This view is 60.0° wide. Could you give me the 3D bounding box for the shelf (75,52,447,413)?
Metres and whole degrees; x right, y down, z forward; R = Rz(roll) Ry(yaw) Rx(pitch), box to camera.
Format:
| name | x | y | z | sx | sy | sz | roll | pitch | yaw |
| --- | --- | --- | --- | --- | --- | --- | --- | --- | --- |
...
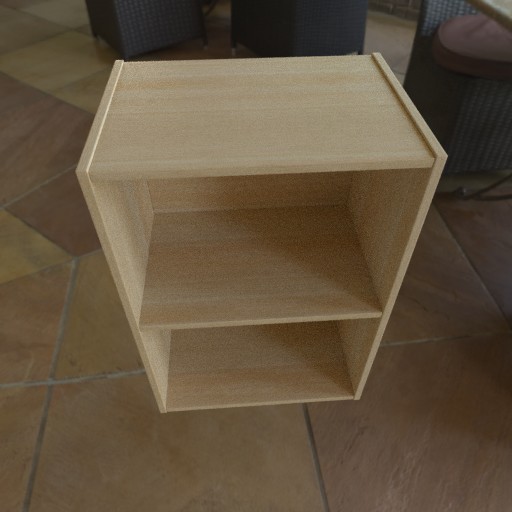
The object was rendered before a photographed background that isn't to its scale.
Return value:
| name | x | y | z | sx | sy | sz | roll | pitch | yaw |
| --- | --- | --- | --- | --- | --- | --- | --- | --- | --- |
| shelf | 0.000 | 0.000 | 0.799 | 0.414 | 0.592 | 0.290 | -3 | 46 | -3 |
